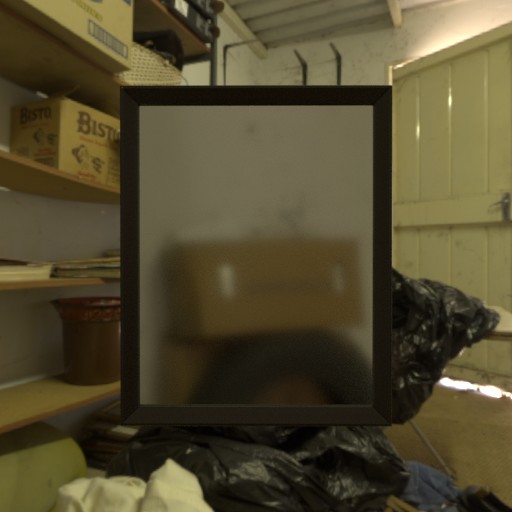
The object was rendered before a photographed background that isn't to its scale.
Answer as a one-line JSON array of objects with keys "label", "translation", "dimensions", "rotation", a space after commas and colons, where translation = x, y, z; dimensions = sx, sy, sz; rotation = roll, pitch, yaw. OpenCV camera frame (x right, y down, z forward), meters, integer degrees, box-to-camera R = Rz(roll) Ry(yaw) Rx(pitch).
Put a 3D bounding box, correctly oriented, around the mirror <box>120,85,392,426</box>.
[{"label": "mirror", "translation": [0.000, 0.000, 0.681], "dimensions": [0.406, 0.509, 0.041], "rotation": [0, 0, 0]}]
